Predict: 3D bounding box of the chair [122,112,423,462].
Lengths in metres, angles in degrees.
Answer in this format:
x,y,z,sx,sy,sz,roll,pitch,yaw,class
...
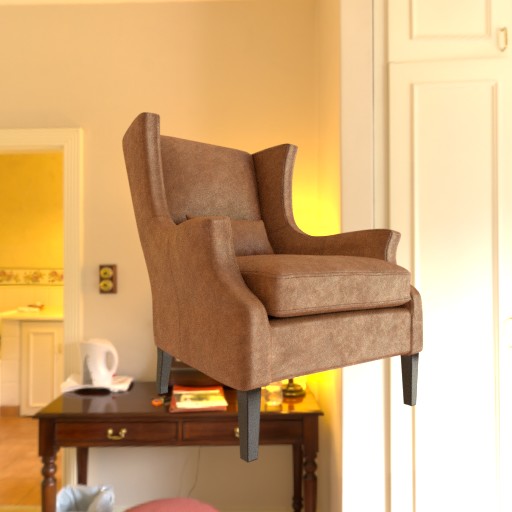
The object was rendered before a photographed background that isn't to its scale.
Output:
x,y,z,sx,sy,sz,roll,pitch,yaw,class
0.000,0.000,1.637,0.853,1.016,0.926,1,-1,-38,chair
